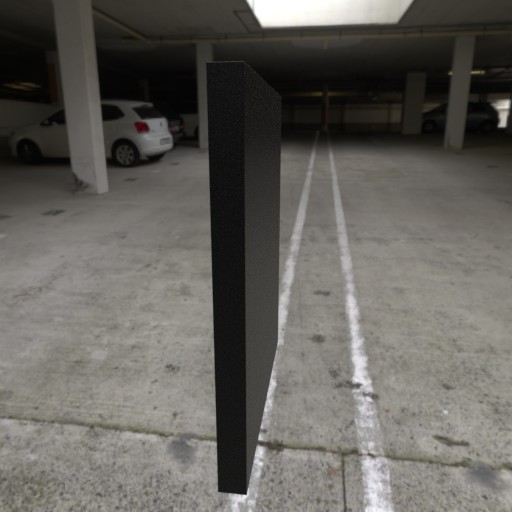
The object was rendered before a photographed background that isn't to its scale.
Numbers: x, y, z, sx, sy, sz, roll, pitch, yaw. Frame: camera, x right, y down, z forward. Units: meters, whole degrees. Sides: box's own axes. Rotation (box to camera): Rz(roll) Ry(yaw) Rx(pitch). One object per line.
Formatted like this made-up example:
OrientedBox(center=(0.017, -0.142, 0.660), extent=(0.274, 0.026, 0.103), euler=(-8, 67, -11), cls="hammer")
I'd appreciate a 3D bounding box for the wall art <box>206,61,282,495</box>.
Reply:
OrientedBox(center=(0.000, 0.000, 0.526), extent=(0.028, 0.380, 0.325), euler=(2, 16, 8), cls="wall art")
